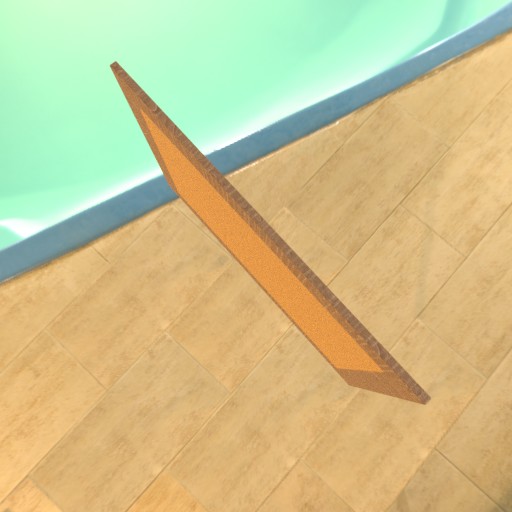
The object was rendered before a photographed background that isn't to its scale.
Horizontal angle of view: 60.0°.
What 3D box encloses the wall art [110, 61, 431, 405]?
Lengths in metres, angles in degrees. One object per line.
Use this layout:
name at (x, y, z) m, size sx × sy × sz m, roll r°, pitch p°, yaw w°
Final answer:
wall art at (0.000, 0.000, 1.361) m, size 0.020 × 0.761 × 1.056 m, roll -41°, pitch 80°, yaw -9°
